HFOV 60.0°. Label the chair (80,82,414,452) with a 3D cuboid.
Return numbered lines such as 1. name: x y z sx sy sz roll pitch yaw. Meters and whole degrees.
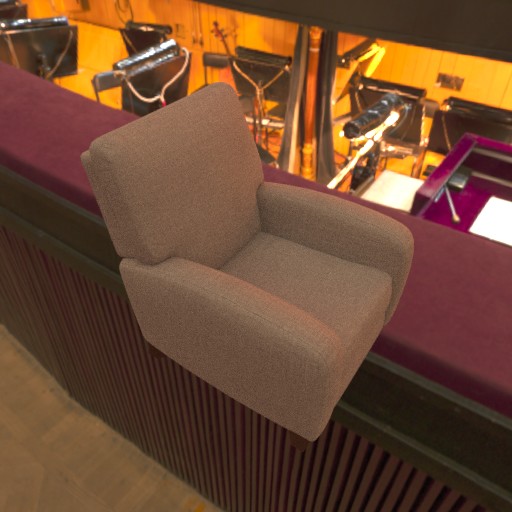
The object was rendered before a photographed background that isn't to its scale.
1. chair: 0.000 0.000 1.667 0.990 0.990 0.762 24 46 25
